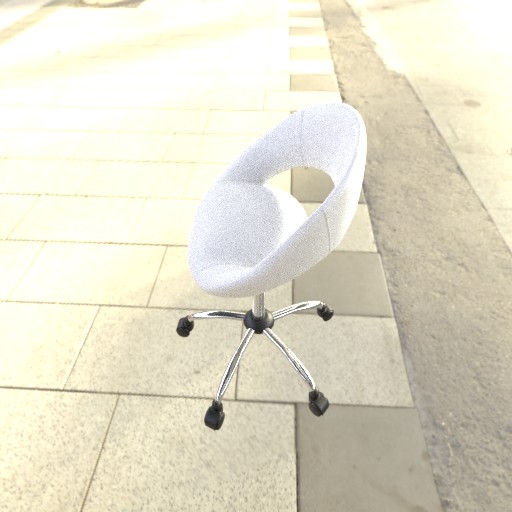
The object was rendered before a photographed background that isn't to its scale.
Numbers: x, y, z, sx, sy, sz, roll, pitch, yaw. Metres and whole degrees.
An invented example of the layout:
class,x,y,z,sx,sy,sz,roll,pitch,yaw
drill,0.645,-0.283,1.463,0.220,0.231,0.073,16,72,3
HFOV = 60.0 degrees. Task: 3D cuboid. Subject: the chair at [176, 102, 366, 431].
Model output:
class,x,y,z,sx,sy,sz,roll,pitch,yaw
chair,0.000,0.000,1.209,0.538,0.791,0.612,1,41,1
